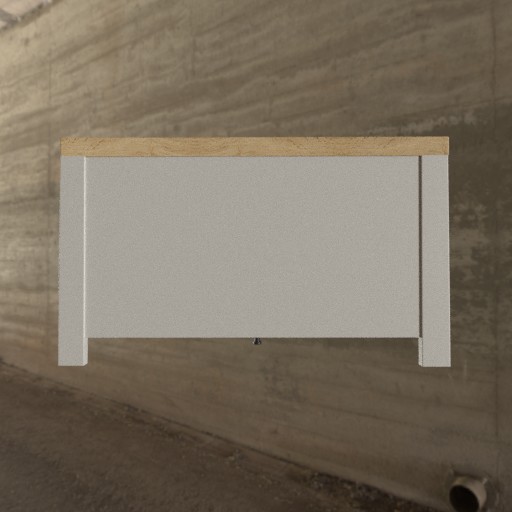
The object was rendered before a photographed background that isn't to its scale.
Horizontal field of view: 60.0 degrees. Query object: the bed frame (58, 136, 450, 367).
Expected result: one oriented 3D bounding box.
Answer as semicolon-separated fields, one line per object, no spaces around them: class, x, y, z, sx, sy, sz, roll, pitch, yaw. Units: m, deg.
bed frame;0.000;0.000;2.915;1.670;0.980;2.050;0;-1;1
